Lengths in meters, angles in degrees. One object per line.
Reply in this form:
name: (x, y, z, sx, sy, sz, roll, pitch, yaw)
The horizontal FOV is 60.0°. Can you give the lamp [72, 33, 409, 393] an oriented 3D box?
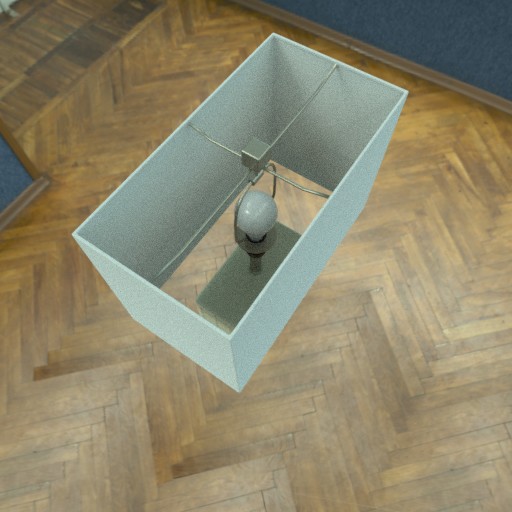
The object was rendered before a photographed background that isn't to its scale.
lamp: (0.000, 0.000, 0.715, 0.200, 0.515, 0.380, 31, 67, 15)
